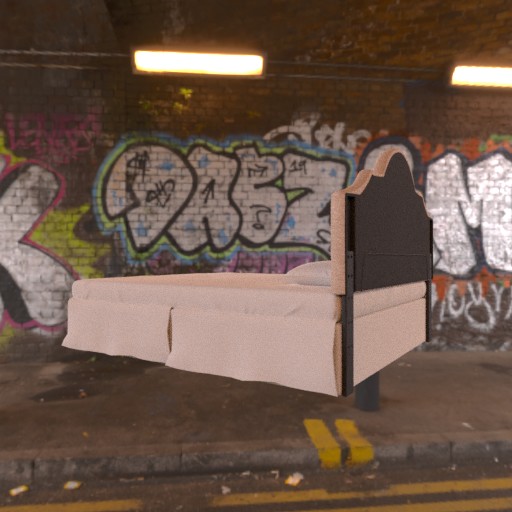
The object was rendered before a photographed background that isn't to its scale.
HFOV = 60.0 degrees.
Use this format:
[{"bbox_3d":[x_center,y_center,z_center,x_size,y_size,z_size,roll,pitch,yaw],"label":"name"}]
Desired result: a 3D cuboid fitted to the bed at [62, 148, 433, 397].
[{"bbox_3d":[0.000,0.000,3.027,1.970,1.194,1.667,0,0,34],"label":"bed"}]
